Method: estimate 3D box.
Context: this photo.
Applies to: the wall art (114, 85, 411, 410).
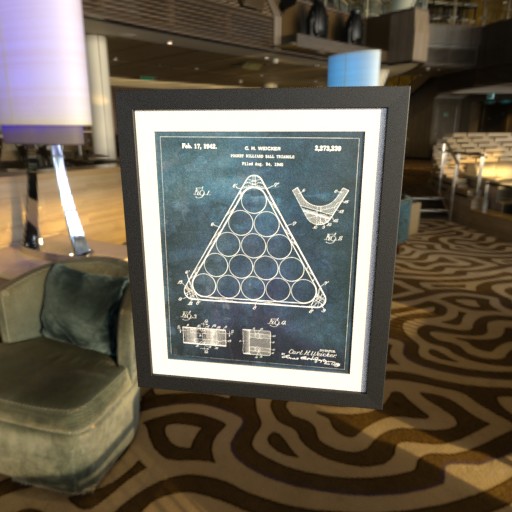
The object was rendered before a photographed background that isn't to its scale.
[{"bbox_3d":[0.000,0.000,0.717,0.432,0.508,0.025,3,16,9],"label":"wall art"}]
